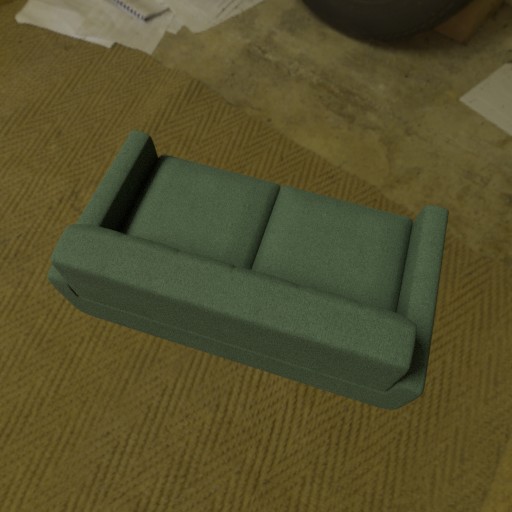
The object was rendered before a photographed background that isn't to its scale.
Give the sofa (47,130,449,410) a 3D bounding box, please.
[{"bbox_3d":[0.000,0.000,2.122,1.631,0.841,0.909,16,64,8],"label":"sofa"}]
